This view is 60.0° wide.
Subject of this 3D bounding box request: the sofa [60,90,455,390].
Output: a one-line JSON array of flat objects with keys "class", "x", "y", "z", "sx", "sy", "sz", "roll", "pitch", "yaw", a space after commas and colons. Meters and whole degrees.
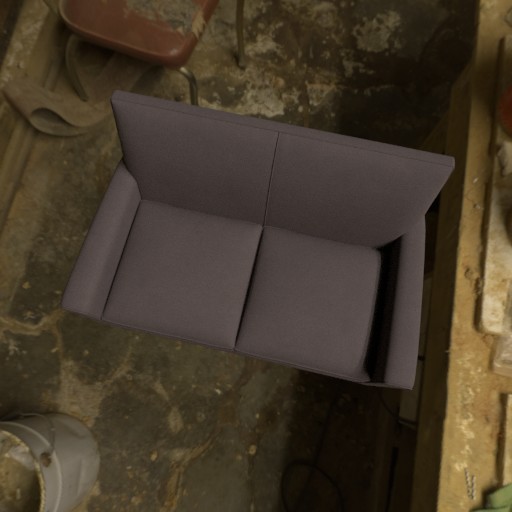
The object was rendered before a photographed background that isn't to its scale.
[{"class": "sofa", "x": 0.000, "y": 0.000, "z": 1.991, "sx": 1.420, "sy": 0.846, "sz": 0.871, "roll": 12, "pitch": 75, "yaw": 3}]
